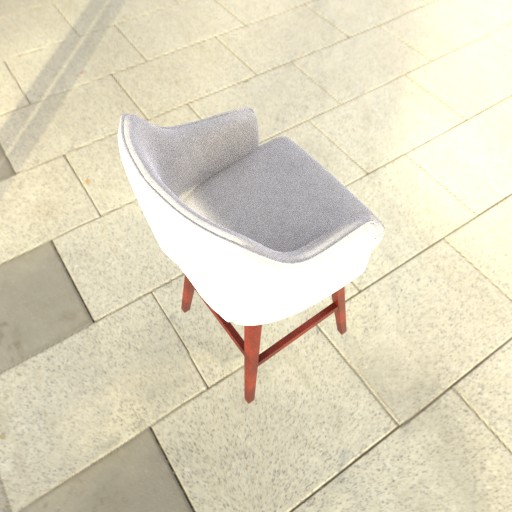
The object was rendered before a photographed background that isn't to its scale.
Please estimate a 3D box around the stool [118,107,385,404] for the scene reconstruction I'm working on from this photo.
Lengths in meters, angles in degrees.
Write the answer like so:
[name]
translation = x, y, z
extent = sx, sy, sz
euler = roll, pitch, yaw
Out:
[stool]
translation = 0.000, 0.000, 1.344
extent = 0.558, 1.012, 0.548
euler = -32, 63, -18
